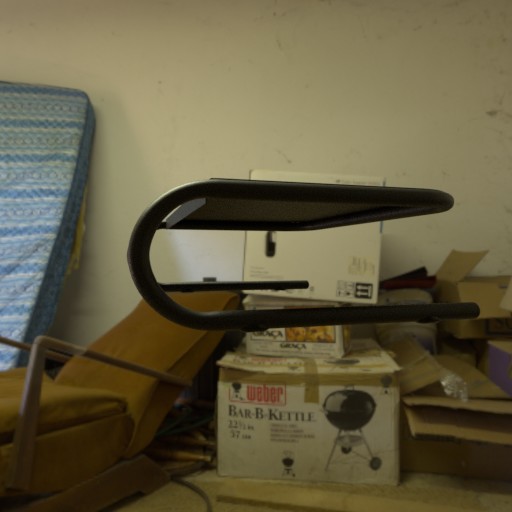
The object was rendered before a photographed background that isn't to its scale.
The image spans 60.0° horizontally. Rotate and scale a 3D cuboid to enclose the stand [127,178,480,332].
[{"bbox_3d":[0.000,0.000,0.501,0.280,0.108,0.370,0,0,-16],"label":"stand"}]
